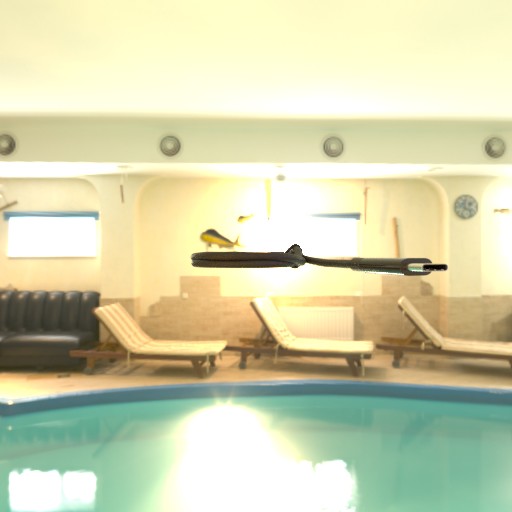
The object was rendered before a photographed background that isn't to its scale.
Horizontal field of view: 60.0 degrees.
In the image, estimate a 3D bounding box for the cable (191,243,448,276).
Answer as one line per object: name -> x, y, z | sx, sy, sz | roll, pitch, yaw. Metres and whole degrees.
cable -> 0.000, 0.000, 0.235 | 0.070, 0.014, 0.203 | 0, 0, -20
